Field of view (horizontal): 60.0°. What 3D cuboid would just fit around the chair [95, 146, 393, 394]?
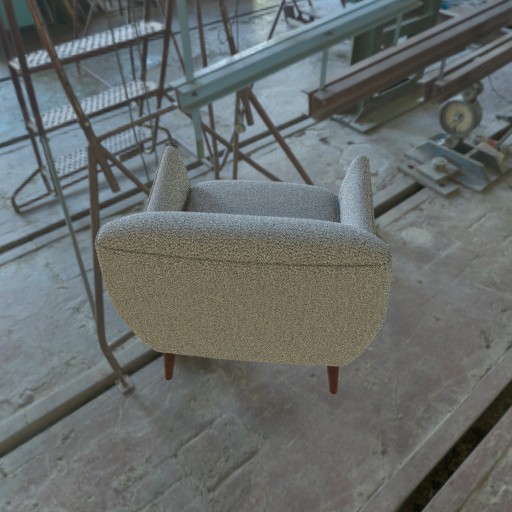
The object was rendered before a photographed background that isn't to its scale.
[{"bbox_3d":[0.000,0.000,1.447,0.762,0.838,0.787,4,46,4],"label":"chair"}]
